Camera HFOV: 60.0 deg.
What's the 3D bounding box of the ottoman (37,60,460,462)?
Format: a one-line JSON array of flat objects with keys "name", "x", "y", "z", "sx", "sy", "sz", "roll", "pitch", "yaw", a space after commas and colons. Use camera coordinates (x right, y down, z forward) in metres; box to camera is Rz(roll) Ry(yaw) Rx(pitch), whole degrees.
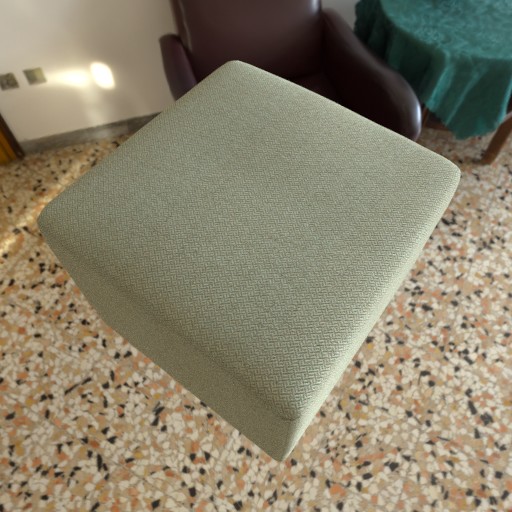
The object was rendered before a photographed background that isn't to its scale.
[{"name": "ottoman", "x": 0.000, "y": 0.000, "z": 0.875, "sx": 0.512, "sy": 0.453, "sz": 0.521, "roll": 33, "pitch": 64, "yaw": 18}]
